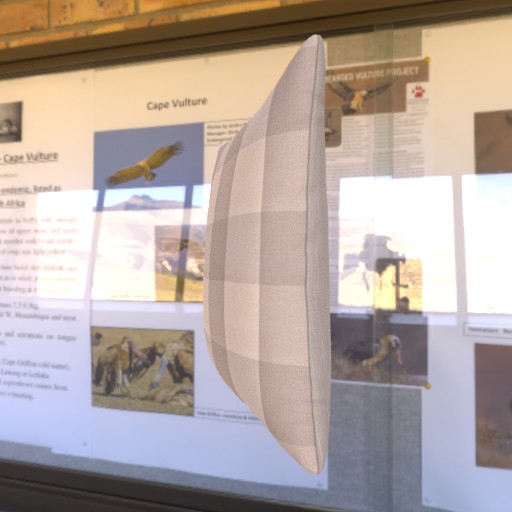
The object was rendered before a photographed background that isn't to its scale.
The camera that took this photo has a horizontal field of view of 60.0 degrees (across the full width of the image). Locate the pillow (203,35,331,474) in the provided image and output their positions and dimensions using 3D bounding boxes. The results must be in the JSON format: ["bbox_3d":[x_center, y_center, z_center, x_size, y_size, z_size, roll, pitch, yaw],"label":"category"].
[{"bbox_3d":[0.000,0.000,0.751,0.161,0.509,0.511,0,-1,-16],"label":"pillow"}]
